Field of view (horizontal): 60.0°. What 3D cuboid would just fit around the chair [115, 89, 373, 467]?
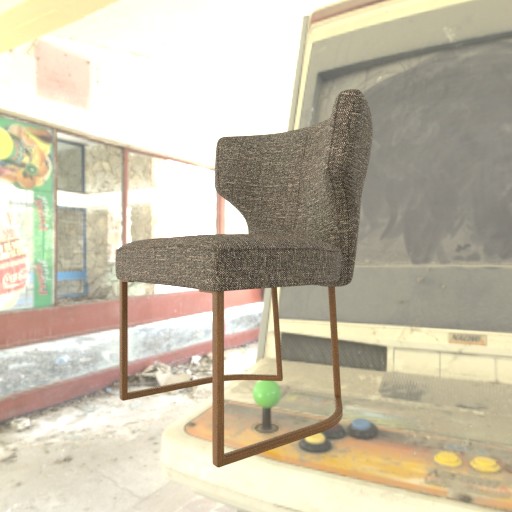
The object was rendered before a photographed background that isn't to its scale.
[{"bbox_3d":[0.000,0.000,1.241,0.617,0.824,0.611,0,0,-38],"label":"chair"}]
